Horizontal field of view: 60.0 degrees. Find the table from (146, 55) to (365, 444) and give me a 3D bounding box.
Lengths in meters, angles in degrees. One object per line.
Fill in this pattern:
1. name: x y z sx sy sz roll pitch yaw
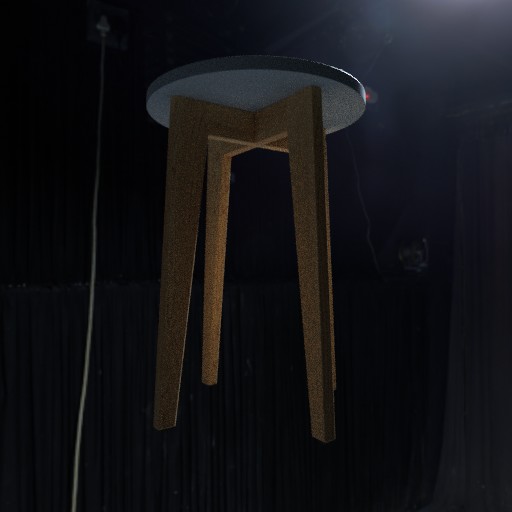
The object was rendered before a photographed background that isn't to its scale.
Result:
1. table: 0.000 0.000 0.728 0.350 0.500 0.350 0 0 0
